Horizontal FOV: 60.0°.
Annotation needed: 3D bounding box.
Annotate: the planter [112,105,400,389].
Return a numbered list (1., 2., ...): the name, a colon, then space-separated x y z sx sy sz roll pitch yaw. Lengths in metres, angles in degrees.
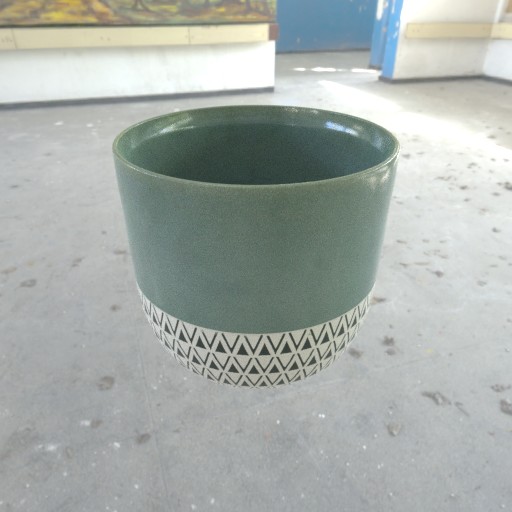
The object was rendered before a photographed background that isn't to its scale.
1. planter: 0.000 0.000 0.492 0.266 0.270 0.266 0 31 0
